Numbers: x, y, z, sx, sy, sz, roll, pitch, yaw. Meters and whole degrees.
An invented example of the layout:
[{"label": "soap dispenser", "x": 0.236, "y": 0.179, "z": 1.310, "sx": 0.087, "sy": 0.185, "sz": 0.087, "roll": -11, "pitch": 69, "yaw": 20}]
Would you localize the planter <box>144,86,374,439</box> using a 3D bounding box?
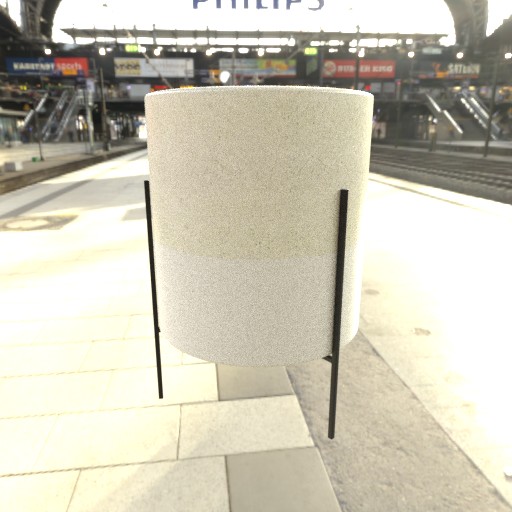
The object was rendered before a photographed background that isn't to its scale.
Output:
[{"label": "planter", "x": 0.000, "y": 0.000, "z": 0.709, "sx": 0.333, "sy": 0.483, "sz": 0.324, "roll": -3, "pitch": 16, "yaw": -9}]
